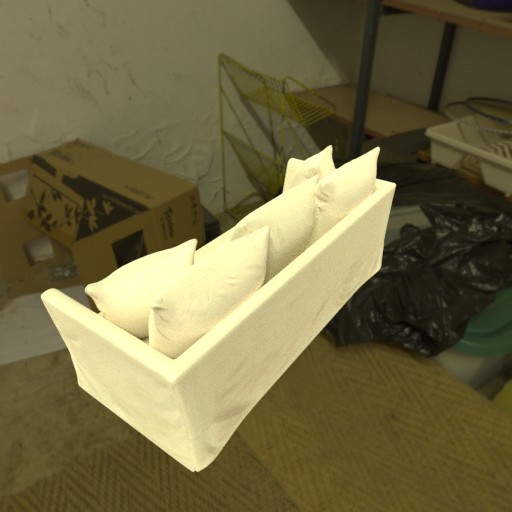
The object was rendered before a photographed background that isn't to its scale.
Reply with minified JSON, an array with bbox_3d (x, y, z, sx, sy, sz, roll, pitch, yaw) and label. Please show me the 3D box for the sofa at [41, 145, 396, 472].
[{"bbox_3d":[0.000,0.000,3.029,1.030,1.042,2.484,22,39,30],"label":"sofa"}]
